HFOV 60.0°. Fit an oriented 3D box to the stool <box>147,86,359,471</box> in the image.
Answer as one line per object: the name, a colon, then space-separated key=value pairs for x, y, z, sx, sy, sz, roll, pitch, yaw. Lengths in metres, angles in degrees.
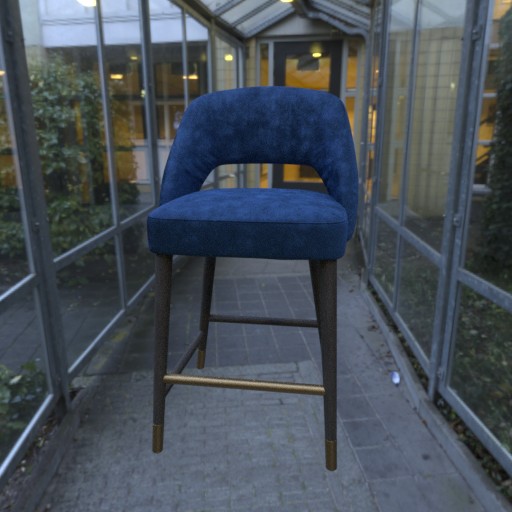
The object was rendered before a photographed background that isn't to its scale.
stool: x=0.000 y=0.000 z=1.224 sx=0.536 sy=0.925 sz=0.524 roll=2 pitch=16 yaw=8
